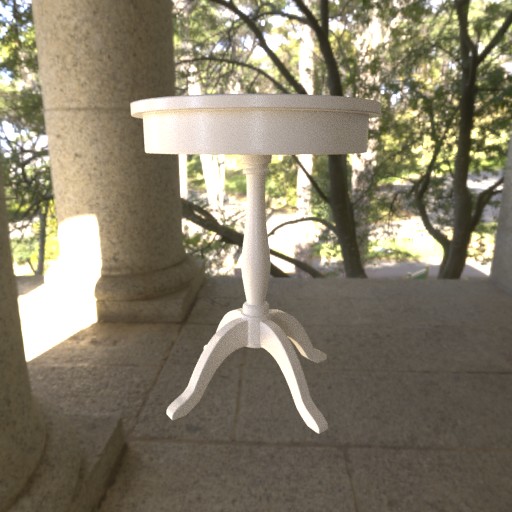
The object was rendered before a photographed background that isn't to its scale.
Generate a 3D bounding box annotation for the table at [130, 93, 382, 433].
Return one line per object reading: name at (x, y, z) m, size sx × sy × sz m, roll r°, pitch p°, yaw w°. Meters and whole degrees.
table at (0.000, 0.000, 1.017) m, size 0.513 × 0.653 × 0.513 m, roll 0°, pitch 14°, yaw 0°
